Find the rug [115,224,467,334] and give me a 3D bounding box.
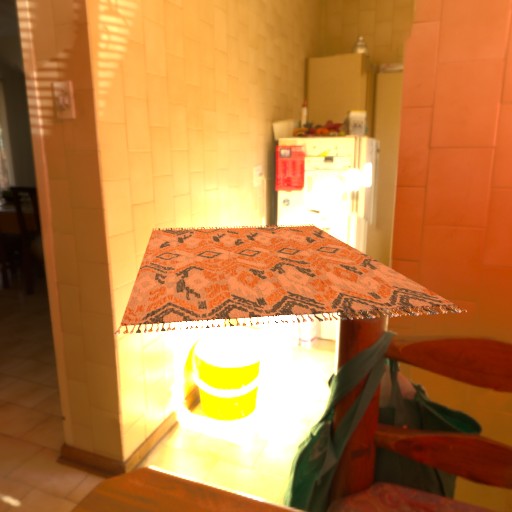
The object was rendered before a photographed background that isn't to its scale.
[{"bbox_3d":[0.000,0.000,3.026,1.533,0.010,2.428,-2,14,-9],"label":"rug"}]
